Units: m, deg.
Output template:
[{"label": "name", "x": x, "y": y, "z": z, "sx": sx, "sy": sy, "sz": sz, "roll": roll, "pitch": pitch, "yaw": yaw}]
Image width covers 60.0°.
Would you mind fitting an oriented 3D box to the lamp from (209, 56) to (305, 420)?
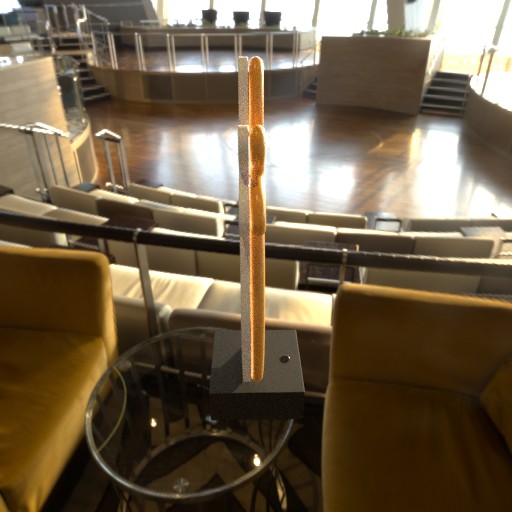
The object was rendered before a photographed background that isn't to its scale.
[{"label": "lamp", "x": 0.000, "y": 0.000, "z": 0.384, "sx": 0.088, "sy": 0.317, "sz": 0.167, "roll": -1, "pitch": 31, "yaw": -1}]
